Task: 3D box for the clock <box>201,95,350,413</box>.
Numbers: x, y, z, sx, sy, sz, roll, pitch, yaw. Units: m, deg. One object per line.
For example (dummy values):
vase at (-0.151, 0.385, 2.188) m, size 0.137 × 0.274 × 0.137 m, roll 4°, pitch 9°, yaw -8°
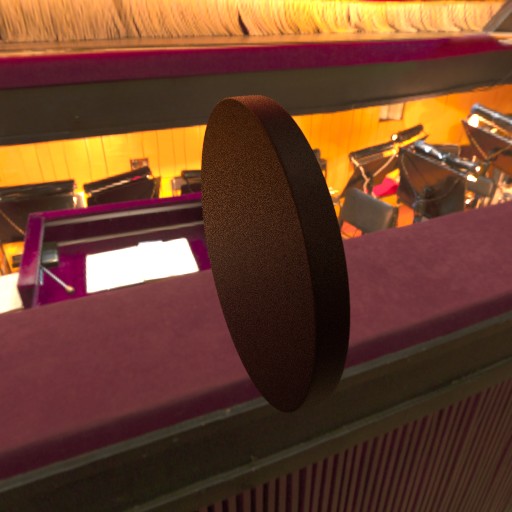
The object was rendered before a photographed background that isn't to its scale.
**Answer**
clock at (0.000, 0.000, 0.461) m, size 0.029 × 0.314 × 0.314 m, roll -12°, pitch 33°, yaw -18°
